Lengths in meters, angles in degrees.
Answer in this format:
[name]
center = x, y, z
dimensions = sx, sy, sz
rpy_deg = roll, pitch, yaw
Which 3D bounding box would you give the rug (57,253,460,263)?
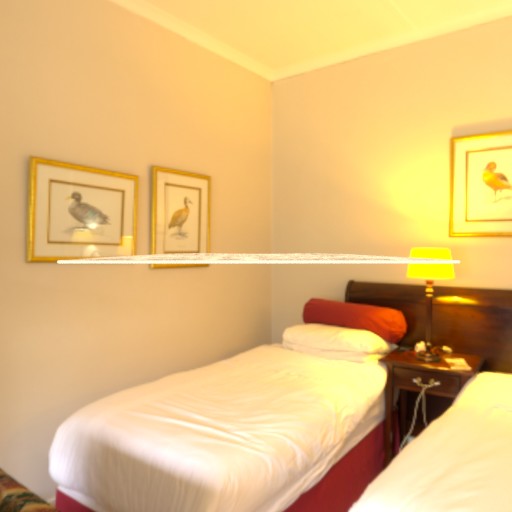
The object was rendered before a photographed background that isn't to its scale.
[rug]
center = 0.000, 0.000, 3.074
dimensions = 1.706, 0.026, 2.438
rpy_deg = 0, 1, -1
